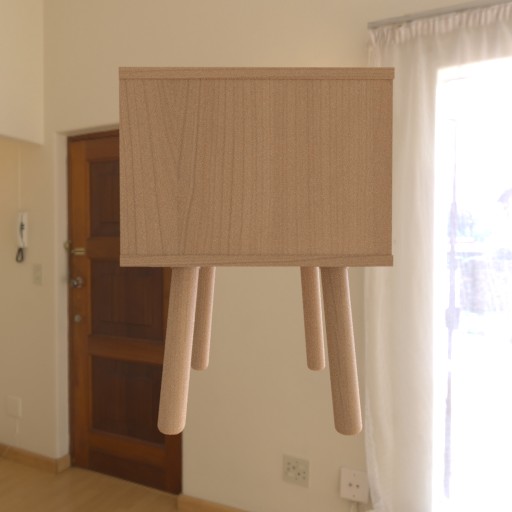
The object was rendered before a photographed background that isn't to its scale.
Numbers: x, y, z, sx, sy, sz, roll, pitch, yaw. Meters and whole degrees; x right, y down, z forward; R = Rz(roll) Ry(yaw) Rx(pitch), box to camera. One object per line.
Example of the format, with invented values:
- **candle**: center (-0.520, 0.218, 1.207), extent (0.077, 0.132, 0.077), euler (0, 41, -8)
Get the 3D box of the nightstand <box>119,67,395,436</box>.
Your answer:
- **nightstand**: center (0.000, 0.000, 0.841), extent (0.380, 0.530, 0.450), euler (0, 1, 0)
